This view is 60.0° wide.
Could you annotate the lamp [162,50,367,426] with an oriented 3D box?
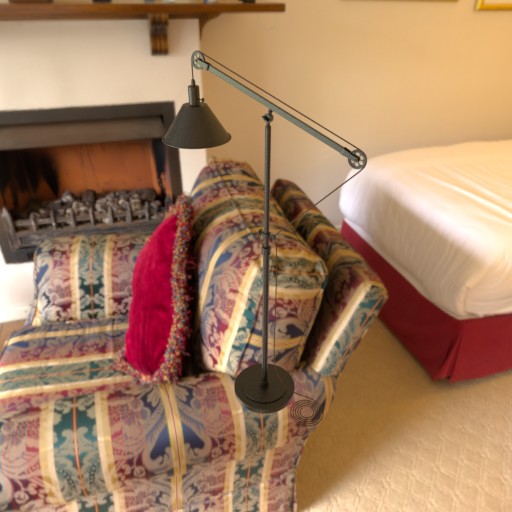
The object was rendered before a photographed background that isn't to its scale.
[{"bbox_3d":[0.000,0.000,1.964,0.904,1.626,0.319,21,37,30],"label":"lamp"}]
